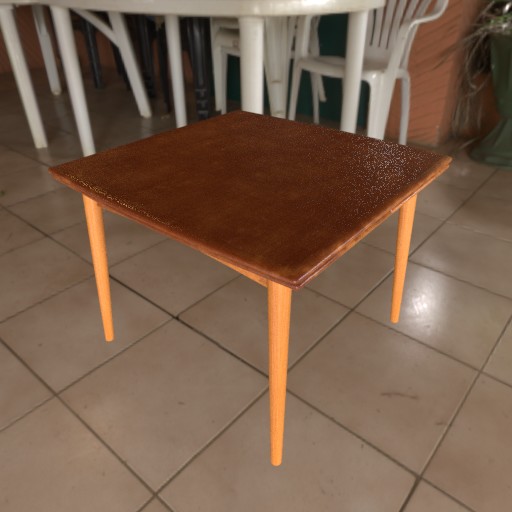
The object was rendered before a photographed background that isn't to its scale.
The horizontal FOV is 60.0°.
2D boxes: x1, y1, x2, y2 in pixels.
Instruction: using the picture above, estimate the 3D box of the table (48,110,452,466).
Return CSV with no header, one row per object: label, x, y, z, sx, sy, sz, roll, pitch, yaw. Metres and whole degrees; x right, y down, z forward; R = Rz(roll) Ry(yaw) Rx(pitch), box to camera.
table,0.000,0.000,1.689,0.991,0.754,0.991,24,40,32
